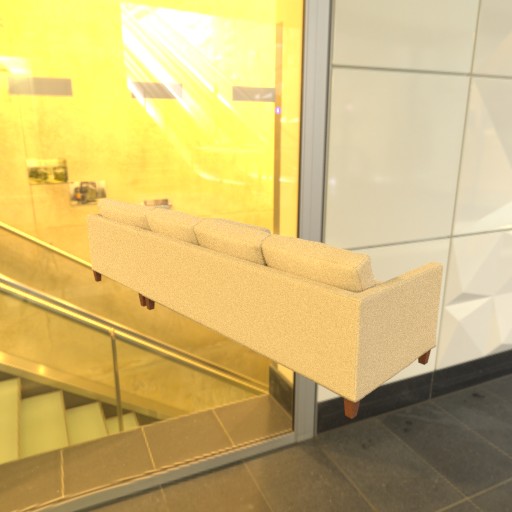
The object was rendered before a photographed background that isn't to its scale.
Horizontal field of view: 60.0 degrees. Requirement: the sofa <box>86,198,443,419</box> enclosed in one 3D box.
[{"bbox_3d":[0.000,0.000,3.845,1.625,0.861,3.186,-14,21,-42],"label":"sofa"}]
